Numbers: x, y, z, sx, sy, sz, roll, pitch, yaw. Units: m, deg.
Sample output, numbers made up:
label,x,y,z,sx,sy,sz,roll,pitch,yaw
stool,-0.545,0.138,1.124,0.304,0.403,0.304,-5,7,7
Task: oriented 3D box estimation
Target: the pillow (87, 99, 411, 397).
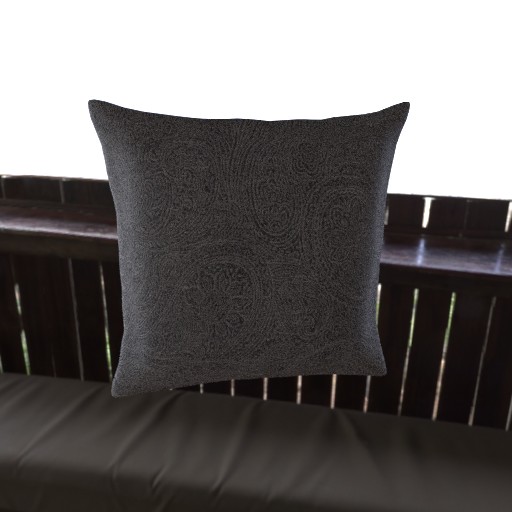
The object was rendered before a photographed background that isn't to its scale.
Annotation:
label,x,y,z,sx,sy,sz,roll,pitch,yaw
pillow,0.000,0.000,0.766,0.523,0.510,0.166,-3,17,-9
